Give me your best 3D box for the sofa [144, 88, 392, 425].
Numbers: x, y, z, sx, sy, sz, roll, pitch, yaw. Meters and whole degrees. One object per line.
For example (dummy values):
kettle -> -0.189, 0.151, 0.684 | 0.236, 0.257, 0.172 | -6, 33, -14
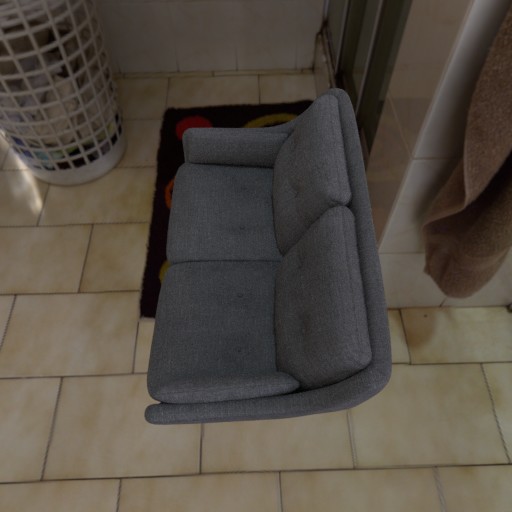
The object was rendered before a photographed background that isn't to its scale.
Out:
sofa -> 0.000, 0.000, 2.229 | 0.976, 0.887, 1.646 | 0, 58, 0
